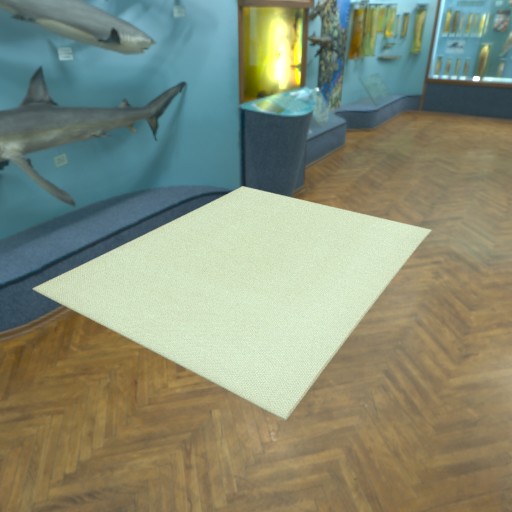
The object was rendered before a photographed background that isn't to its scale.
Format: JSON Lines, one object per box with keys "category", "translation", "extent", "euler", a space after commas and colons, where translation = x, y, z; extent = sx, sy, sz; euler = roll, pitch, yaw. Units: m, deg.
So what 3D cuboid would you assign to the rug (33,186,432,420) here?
{"category": "rug", "translation": [0.000, 0.000, 4.190], "extent": [2.462, 0.018, 3.039], "euler": [18, 33, 29]}
